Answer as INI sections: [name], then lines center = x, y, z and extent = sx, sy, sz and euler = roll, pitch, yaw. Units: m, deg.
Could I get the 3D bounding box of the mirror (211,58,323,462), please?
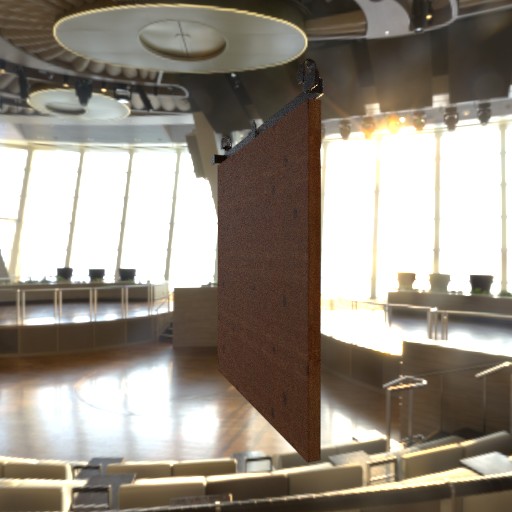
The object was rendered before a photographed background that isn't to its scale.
[mirror]
center = 0.000, 0.000, 1.190
extent = 0.054, 0.800, 0.805
euler = 0, 1, -19
